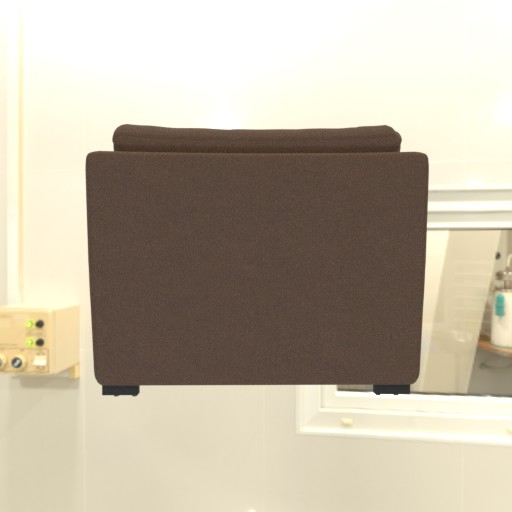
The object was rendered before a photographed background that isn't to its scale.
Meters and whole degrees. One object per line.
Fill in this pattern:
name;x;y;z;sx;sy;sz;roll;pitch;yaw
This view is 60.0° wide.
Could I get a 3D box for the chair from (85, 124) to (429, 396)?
chair;0.000;0.000;1.963;1.168;0.940;1.143;0;1;-1
